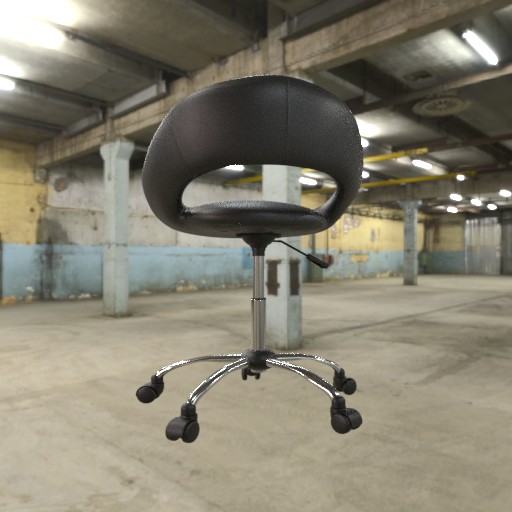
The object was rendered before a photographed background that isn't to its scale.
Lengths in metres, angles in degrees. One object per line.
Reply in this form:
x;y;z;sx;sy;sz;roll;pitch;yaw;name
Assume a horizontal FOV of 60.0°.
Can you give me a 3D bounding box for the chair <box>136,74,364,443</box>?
0.000;0.000;1.187;0.612;0.791;0.538;0;-1;-17;chair
